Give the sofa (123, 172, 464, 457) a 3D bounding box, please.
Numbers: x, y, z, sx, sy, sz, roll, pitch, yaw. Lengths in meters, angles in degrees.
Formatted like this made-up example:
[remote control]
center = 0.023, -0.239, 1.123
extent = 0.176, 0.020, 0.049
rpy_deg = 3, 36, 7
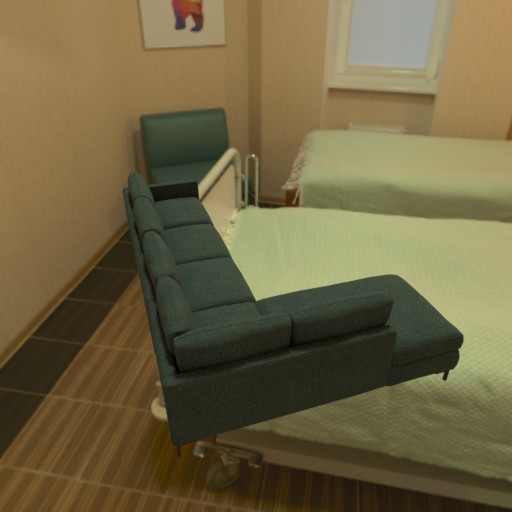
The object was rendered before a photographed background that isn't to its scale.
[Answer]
[sofa]
center = 0.000, 0.000, 3.879
extent = 2.007, 0.815, 2.949
rpy_deg = -10, 33, -16
